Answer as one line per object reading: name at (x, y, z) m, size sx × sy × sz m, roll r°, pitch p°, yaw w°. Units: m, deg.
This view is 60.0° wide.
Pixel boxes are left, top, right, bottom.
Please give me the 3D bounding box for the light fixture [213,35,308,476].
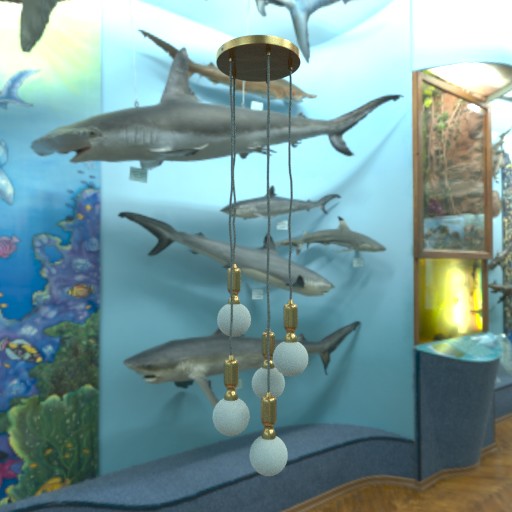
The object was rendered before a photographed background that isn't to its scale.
light fixture at (0.000, 0.000, 0.500) m, size 0.105 × 0.457 × 0.108 m, roll 1°, pitch -2°, yaw -35°
